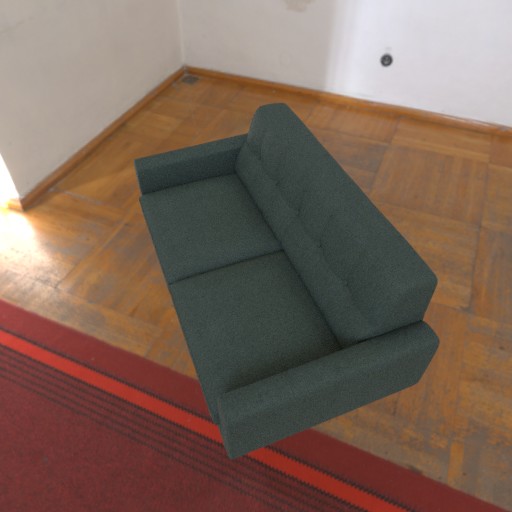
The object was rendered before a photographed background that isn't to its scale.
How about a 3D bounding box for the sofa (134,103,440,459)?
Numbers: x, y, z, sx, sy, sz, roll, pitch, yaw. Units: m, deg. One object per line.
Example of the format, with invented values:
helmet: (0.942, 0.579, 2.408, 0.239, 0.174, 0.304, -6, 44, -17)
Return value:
sofa: (0.000, 0.000, 2.211, 0.909, 0.841, 1.631, -16, 50, -14)
